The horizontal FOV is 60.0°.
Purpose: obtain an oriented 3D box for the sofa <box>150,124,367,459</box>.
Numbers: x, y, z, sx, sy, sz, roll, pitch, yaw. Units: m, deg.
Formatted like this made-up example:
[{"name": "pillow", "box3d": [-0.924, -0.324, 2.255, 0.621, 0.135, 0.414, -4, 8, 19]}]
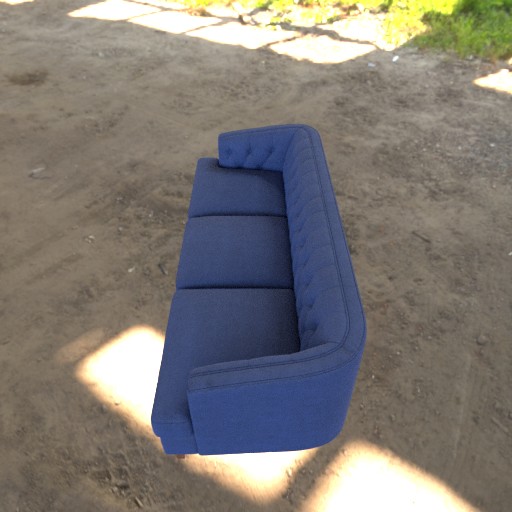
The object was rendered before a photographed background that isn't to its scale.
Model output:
[{"name": "sofa", "box3d": [0.000, 0.000, 2.719, 0.914, 0.787, 2.235, 0, 41, 0]}]
